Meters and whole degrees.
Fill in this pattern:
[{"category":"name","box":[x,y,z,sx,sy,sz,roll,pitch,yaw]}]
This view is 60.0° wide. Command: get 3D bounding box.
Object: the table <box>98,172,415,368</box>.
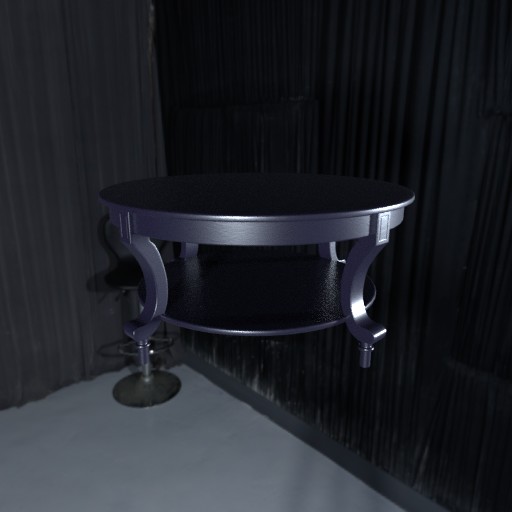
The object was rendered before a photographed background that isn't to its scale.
[{"category":"table","box":[0.000,0.000,1.583,1.029,0.491,1.029,0,16,0]}]
